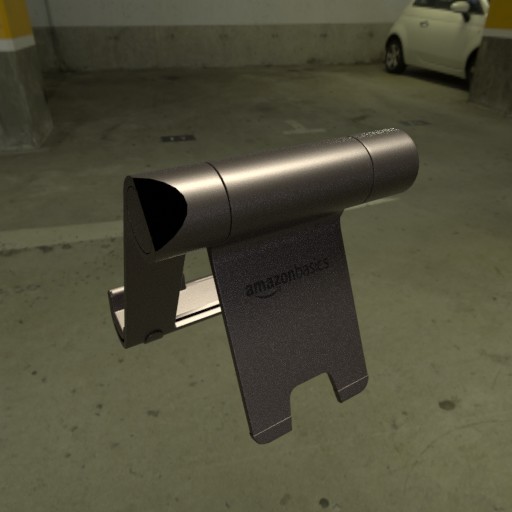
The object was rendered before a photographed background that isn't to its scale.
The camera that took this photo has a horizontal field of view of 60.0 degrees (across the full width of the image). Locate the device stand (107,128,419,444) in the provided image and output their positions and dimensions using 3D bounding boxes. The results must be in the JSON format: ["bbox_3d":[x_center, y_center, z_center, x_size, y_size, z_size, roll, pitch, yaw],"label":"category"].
[{"bbox_3d":[0.000,0.000,0.154,0.088,0.084,0.079,-17,34,-28],"label":"device stand"}]
